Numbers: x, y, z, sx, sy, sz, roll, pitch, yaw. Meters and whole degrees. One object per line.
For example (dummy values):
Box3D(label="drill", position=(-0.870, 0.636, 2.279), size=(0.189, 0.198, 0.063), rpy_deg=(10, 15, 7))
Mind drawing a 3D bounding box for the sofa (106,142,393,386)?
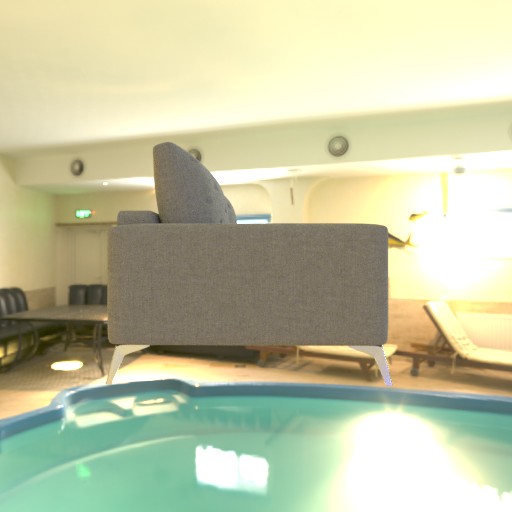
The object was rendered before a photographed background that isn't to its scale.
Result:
Box3D(label="sofa", position=(0.000, 0.000, 2.172), size=(0.920, 0.790, 1.650), rpy_deg=(0, 0, 1))
